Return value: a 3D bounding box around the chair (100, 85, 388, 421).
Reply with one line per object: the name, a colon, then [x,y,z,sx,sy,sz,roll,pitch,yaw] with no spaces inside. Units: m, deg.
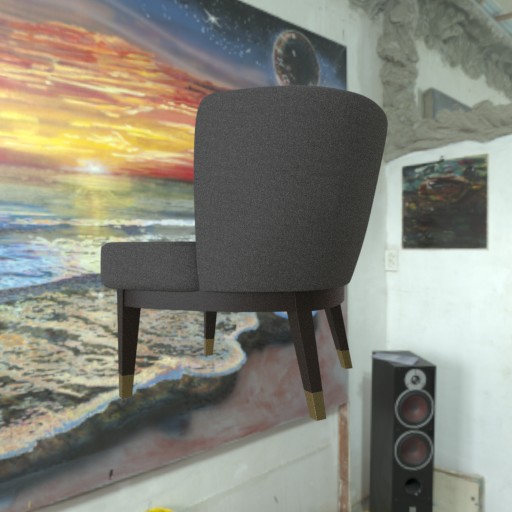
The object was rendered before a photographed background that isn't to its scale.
chair: [0.000,0.000,1.230,0.698,0.695,0.639,0,1,20]
